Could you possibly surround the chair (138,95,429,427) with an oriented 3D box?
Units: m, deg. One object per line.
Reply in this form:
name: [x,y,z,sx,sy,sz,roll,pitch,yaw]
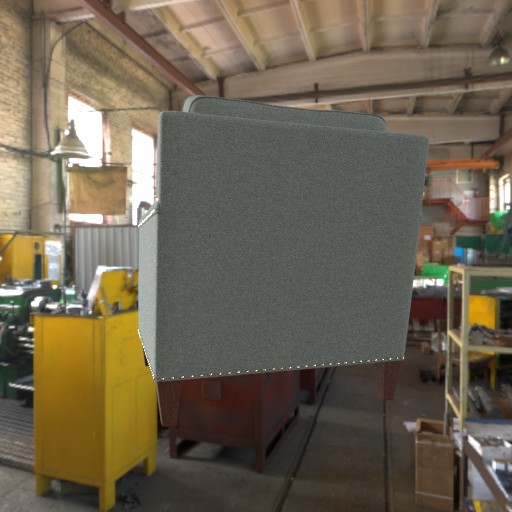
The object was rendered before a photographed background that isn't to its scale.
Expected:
chair: [0.000,0.000,1.793,0.885,1.031,1.031,0,1,-18]
